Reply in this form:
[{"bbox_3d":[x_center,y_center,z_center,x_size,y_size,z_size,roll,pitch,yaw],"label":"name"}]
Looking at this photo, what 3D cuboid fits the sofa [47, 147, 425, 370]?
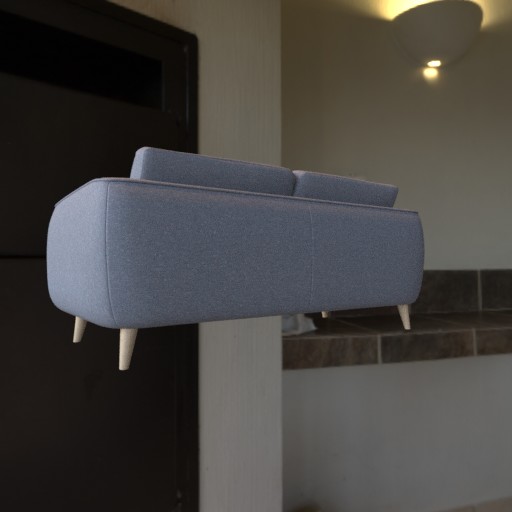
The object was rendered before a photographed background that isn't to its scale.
[{"bbox_3d":[0.000,0.000,2.500,2.000,0.870,0.920,1,-1,-35],"label":"sofa"}]
